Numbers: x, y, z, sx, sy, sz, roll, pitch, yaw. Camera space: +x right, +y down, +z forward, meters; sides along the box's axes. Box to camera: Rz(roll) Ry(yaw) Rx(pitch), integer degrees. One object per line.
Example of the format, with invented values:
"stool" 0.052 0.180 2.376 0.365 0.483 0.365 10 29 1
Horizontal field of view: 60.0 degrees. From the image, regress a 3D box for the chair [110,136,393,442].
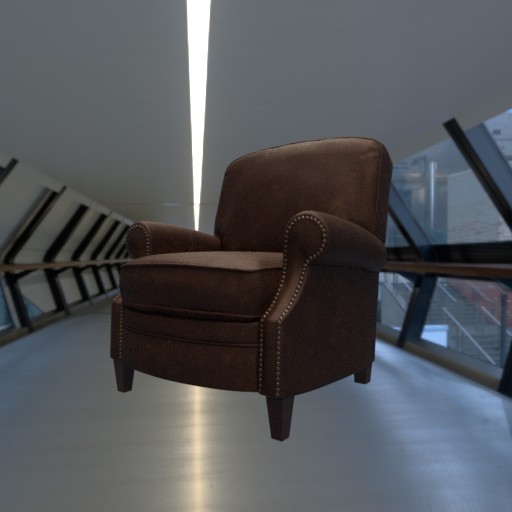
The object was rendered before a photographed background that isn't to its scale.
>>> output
"chair" 0.000 0.000 1.747 0.936 1.018 0.986 1 1 37
